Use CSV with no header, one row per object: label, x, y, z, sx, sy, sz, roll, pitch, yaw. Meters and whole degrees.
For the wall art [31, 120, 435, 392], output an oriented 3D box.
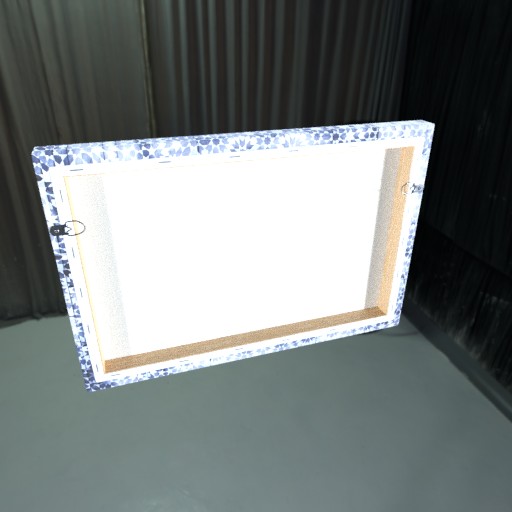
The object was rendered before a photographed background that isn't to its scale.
wall art,0.000,0.000,1.122,0.911,0.608,0.057,-9,29,-16
